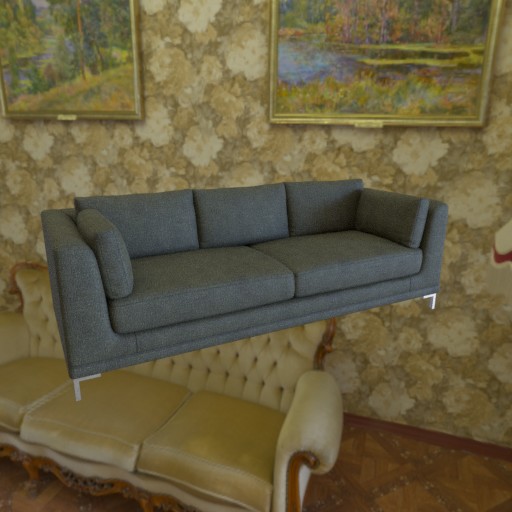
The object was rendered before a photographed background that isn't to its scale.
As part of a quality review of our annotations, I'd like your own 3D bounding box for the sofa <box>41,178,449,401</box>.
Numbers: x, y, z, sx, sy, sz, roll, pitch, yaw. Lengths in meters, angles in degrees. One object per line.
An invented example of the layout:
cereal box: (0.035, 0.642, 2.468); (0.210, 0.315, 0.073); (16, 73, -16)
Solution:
sofa: (0.000, 0.000, 2.873); (2.415, 0.867, 0.969); (-8, 18, -27)
